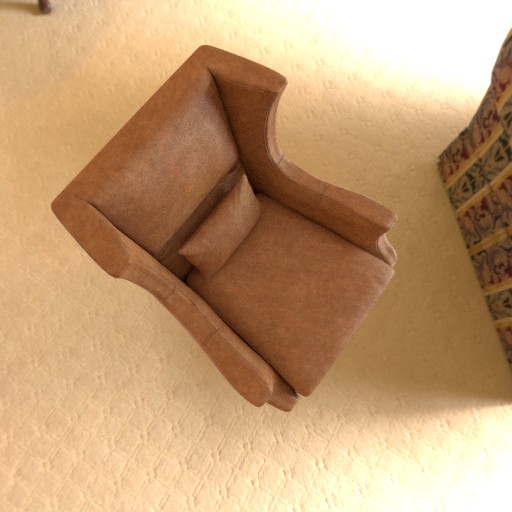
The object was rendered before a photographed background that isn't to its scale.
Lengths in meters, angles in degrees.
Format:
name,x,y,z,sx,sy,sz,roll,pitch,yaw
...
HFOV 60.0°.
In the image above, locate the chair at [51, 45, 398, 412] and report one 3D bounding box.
name,x,y,z,sx,sy,sz,roll,pitch,yaw
chair,0.000,0.000,1.665,0.926,1.016,0.853,36,78,9
